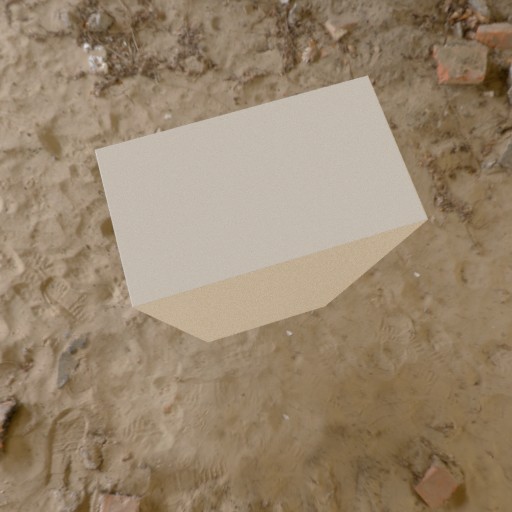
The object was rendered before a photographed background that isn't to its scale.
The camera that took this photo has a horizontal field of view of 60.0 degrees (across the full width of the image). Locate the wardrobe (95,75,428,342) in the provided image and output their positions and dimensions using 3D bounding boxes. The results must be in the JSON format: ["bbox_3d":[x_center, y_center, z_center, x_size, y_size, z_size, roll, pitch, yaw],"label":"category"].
[{"bbox_3d":[0.000,0.000,1.964,0.760,1.700,0.470,-17,77,-4],"label":"wardrobe"}]
